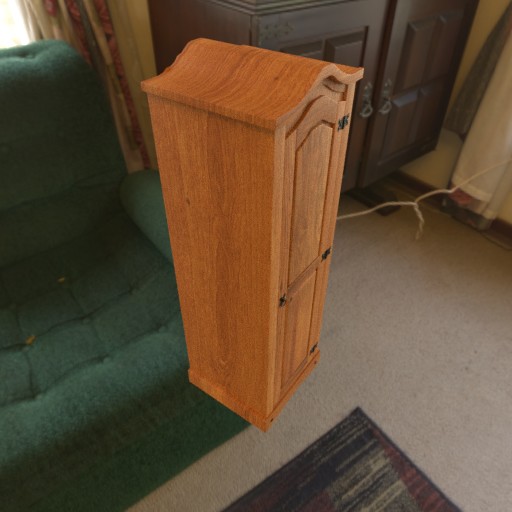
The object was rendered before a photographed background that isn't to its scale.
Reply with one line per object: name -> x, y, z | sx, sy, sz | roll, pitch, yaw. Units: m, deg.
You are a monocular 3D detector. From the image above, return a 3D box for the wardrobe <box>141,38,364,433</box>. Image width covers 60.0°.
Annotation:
wardrobe -> 0.000, 0.000, 2.149 | 0.570, 1.870, 0.590 | 25, 46, 27
